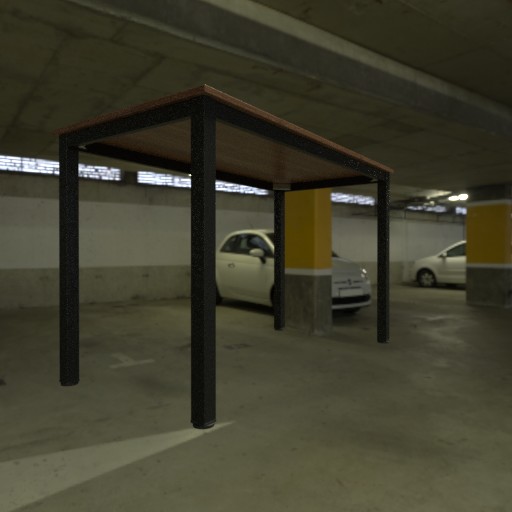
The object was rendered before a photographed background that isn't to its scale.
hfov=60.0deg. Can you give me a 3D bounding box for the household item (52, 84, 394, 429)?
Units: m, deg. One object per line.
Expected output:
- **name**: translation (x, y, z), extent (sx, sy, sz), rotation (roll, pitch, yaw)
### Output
- **household item**: translation (0.000, 0.000, 1.607), extent (0.600, 0.750, 1.200), rotation (0, 0, 36)
